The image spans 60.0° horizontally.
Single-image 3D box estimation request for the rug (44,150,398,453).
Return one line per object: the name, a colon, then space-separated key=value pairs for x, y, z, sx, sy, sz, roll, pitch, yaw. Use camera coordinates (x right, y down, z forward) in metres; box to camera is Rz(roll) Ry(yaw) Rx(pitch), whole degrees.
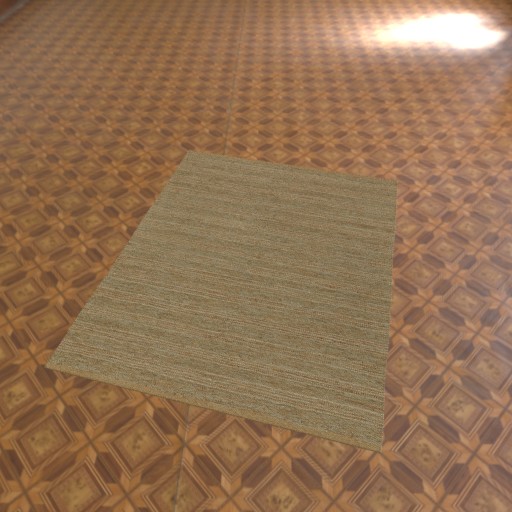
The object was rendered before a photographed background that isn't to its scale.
rug: x=0.000 y=0.000 z=4.096 sx=2.471 sy=0.012 sz=3.034 roll=11 pitch=47 yaw=10
